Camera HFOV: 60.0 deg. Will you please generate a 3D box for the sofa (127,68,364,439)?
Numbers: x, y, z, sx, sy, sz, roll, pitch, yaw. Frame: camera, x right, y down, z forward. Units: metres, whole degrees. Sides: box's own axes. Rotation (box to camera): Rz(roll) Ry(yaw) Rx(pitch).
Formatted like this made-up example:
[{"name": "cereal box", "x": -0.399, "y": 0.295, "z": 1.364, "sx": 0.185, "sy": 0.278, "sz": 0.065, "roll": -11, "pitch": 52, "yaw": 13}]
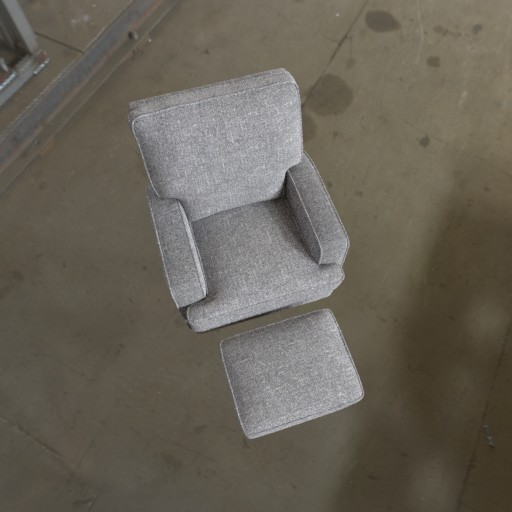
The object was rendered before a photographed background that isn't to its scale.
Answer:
[{"name": "sofa", "x": 0.000, "y": 0.000, "z": 2.057, "sx": 0.861, "sy": 0.959, "sz": 1.472, "roll": -16, "pitch": 66, "yaw": -7}]
